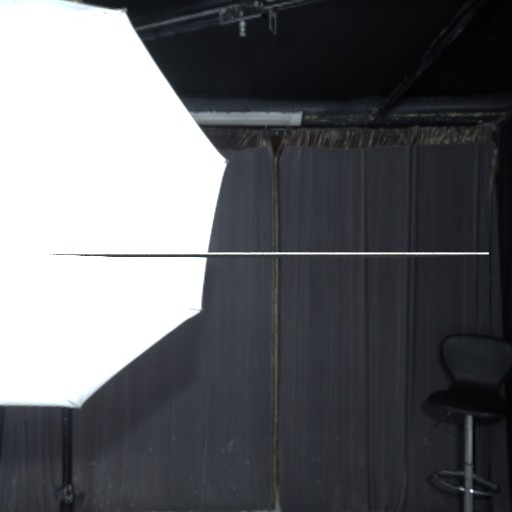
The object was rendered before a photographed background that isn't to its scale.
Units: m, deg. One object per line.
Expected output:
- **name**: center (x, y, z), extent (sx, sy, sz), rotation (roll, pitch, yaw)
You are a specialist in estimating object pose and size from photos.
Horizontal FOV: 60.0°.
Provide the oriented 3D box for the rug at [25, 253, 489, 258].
- **rug**: center (0.000, 0.000, 2.320), extent (1.813, 0.006, 1.202), rotation (0, -1, 0)
